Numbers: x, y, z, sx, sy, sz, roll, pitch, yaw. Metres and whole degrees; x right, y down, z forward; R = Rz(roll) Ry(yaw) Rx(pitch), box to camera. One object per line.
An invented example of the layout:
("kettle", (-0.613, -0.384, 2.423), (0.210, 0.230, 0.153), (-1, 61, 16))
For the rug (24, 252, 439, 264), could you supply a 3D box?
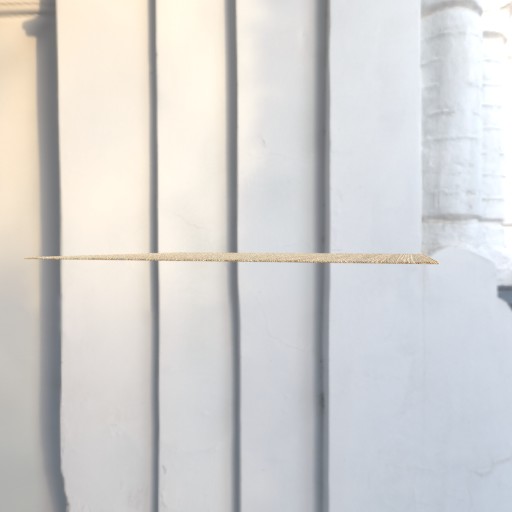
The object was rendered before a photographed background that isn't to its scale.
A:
("rug", (0.000, 0.000, 4.170), (3.034, 0.012, 2.471), (0, 1, 19))
